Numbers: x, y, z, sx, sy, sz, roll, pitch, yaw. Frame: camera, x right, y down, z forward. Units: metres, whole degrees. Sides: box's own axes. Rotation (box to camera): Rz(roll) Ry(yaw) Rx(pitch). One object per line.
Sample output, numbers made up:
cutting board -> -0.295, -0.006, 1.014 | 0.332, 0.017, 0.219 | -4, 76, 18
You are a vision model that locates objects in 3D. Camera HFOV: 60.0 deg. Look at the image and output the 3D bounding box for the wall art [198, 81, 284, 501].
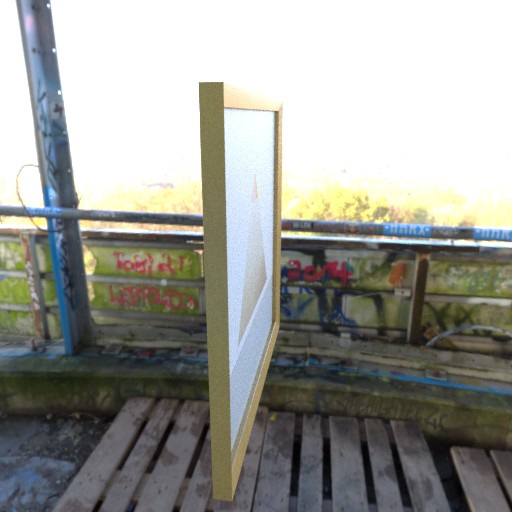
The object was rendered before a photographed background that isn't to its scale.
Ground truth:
wall art -> 0.000, 0.000, 2.814 | 0.097, 1.936, 1.935 | 3, 18, 9
